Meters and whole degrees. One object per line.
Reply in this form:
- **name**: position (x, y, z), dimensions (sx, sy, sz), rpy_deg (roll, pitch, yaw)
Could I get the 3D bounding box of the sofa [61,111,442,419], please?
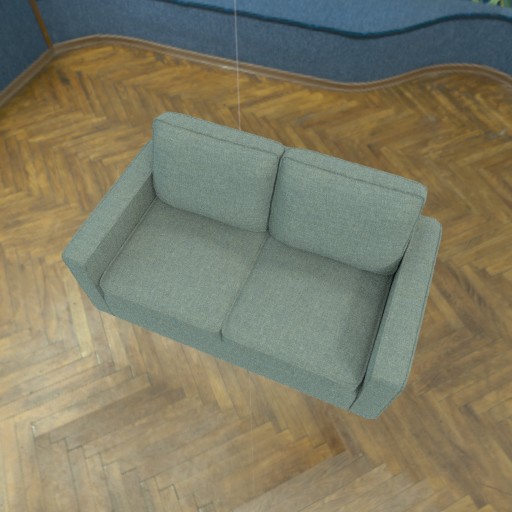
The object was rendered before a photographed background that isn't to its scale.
- **sofa**: position (0.000, 0.000, 2.310), dimensions (1.706, 0.915, 0.945), rpy_deg (19, 59, 12)
